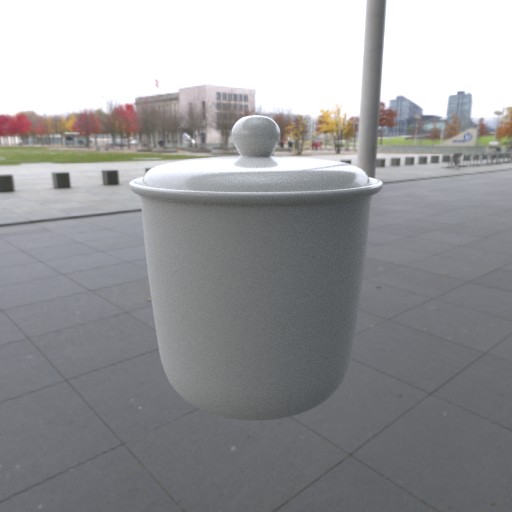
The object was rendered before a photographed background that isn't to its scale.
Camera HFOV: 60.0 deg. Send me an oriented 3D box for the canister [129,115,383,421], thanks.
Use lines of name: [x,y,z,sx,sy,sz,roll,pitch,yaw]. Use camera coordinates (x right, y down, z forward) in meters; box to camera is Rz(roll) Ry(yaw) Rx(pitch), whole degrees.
canister: [0.000,0.000,0.343,0.182,0.208,0.182,0,15,0]
